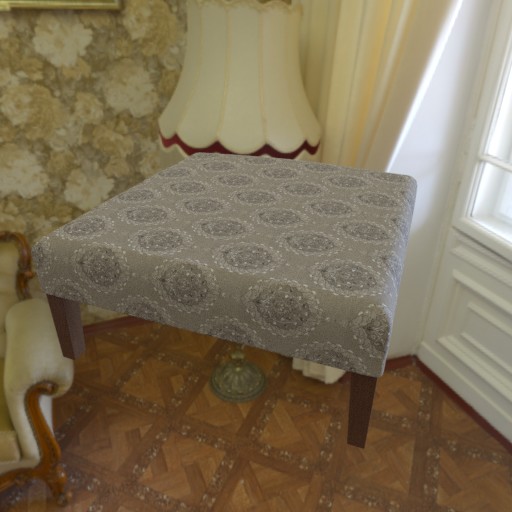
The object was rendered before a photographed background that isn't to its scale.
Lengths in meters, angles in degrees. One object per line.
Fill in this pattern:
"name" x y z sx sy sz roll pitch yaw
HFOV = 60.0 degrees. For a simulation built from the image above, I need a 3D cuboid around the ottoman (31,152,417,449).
"ottoman" 0.000 0.000 1.413 0.890 0.411 0.889 11 31 18
